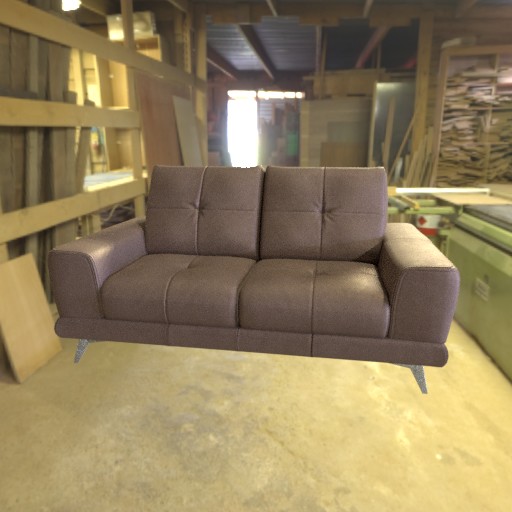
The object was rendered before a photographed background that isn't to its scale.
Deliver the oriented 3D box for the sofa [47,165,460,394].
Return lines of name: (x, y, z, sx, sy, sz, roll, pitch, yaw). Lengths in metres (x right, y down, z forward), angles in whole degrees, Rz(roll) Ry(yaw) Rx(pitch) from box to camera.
sofa: (0.000, 0.000, 2.337, 1.806, 0.907, 1.018, 2, 15, 9)
